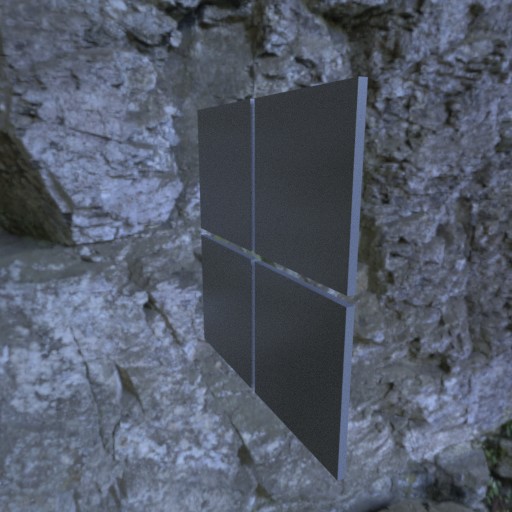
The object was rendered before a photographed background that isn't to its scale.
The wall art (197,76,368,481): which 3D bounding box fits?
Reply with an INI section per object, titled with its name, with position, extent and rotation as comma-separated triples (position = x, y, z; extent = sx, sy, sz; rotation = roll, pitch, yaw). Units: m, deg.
[wall art]
position = 0.000, 0.000, 1.664
extent = 0.029, 1.118, 1.118
rotation = -7, 16, -26
